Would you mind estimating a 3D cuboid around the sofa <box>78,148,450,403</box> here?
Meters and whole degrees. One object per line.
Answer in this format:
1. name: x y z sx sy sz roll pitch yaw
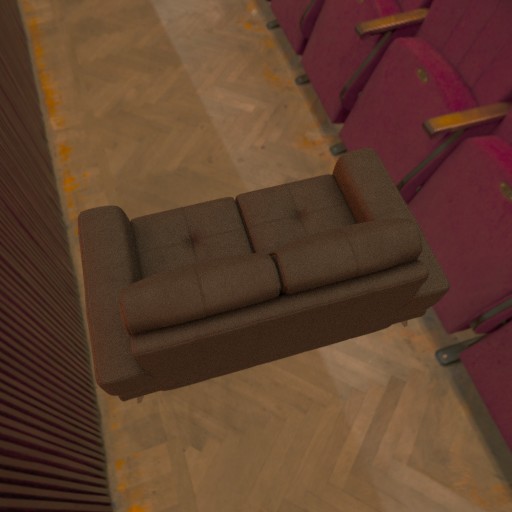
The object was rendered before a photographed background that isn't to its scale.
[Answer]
1. sofa: 0.000 0.000 2.402 1.806 0.907 1.018 -14 60 -8
